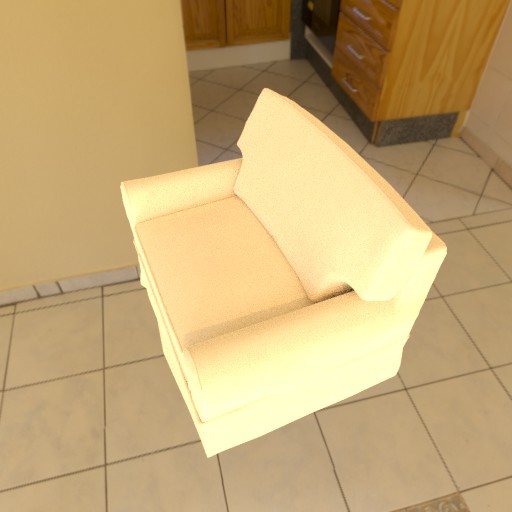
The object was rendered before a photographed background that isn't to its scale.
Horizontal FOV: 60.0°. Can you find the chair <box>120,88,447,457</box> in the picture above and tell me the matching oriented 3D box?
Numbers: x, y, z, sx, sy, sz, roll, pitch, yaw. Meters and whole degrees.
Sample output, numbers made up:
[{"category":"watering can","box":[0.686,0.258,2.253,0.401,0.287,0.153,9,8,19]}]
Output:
[{"category":"chair","box":[0.000,0.000,1.799,0.904,0.958,1.099,-18,49,-16]}]
